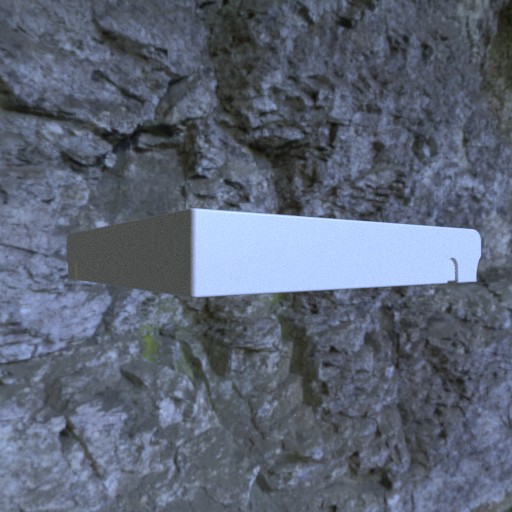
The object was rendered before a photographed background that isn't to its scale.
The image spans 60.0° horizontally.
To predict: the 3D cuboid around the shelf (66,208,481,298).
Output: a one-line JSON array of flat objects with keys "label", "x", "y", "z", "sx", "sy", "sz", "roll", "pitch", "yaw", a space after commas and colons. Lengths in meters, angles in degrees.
[{"label": "shelf", "x": 0.000, "y": 0.000, "z": 0.461, "sx": 0.310, "sy": 0.050, "sz": 0.310, "roll": 0, "pitch": -1, "yaw": -36}]
